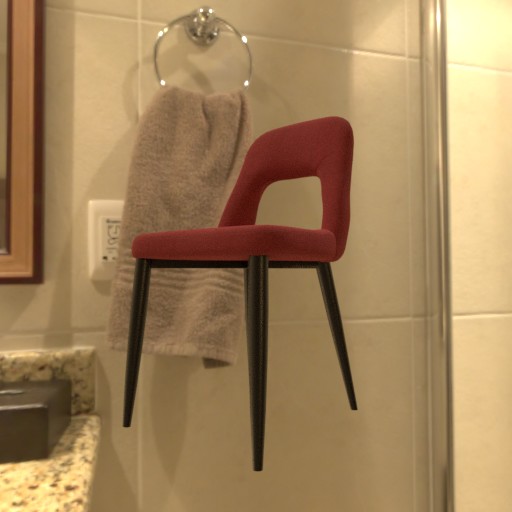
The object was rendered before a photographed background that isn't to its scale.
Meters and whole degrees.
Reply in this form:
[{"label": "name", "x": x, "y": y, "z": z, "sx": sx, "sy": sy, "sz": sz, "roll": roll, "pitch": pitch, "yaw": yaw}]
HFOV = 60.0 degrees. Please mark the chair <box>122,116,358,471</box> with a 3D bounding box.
[{"label": "chair", "x": 0.000, "y": 0.000, "z": 1.239, "sx": 0.483, "sy": 0.892, "sz": 0.569, "roll": -1, "pitch": -2, "yaw": 37}]
